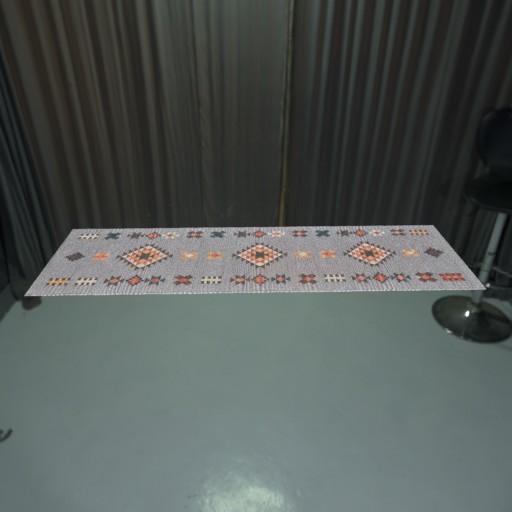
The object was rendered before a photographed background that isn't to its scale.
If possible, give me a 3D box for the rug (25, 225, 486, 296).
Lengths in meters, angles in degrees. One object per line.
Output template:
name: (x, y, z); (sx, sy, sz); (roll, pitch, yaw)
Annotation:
rug: (0.000, 0.000, 2.665); (2.432, 0.008, 0.766); (-1, 30, -1)
